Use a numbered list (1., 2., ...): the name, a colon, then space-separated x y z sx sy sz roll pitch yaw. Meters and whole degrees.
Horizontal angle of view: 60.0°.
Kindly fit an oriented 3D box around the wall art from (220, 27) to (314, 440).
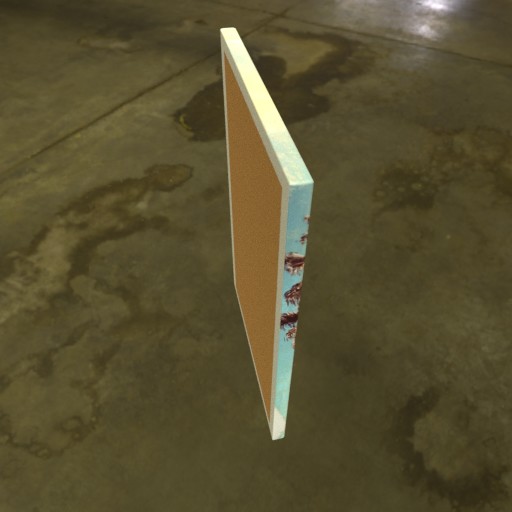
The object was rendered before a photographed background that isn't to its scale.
1. wall art: 0.000 0.000 1.154 0.037 0.915 0.605 -9 47 -9
